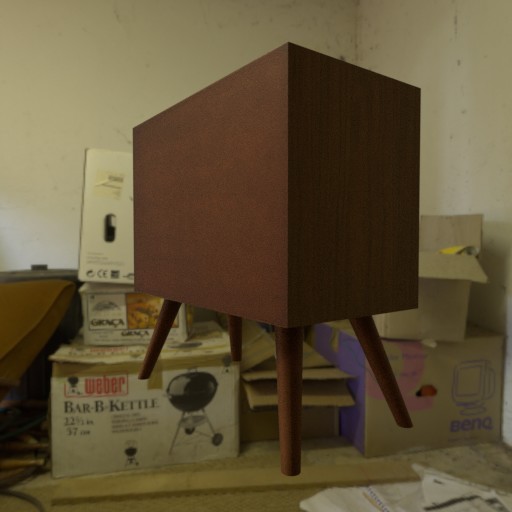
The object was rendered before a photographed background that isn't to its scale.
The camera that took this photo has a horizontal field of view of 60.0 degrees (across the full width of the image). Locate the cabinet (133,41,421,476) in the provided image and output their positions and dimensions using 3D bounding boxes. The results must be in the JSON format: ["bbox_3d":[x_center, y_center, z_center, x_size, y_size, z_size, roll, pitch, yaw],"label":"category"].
[{"bbox_3d":[0.000,0.000,1.157,0.388,0.748,0.712,-1,2,-36],"label":"cabinet"}]
